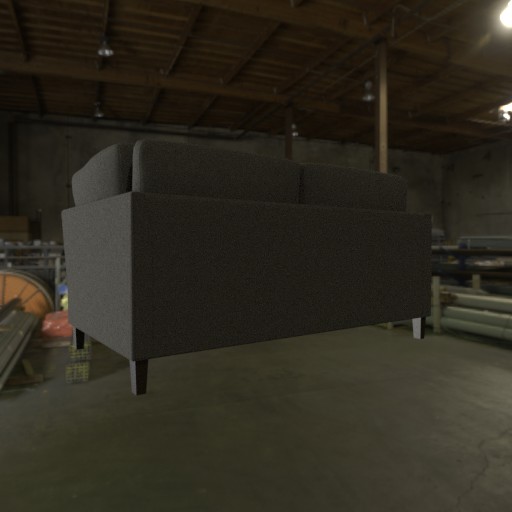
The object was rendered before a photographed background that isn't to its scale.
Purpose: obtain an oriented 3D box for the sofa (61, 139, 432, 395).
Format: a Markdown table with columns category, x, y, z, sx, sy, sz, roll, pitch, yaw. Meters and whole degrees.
| category | x | y | z | sx | sy | sz | roll | pitch | yaw |
| --- | --- | --- | --- | --- | --- | --- | --- | --- | --- |
| sofa | 0.000 | 0.000 | 2.353 | 1.751 | 0.920 | 0.969 | -1 | 1 | -35 |
